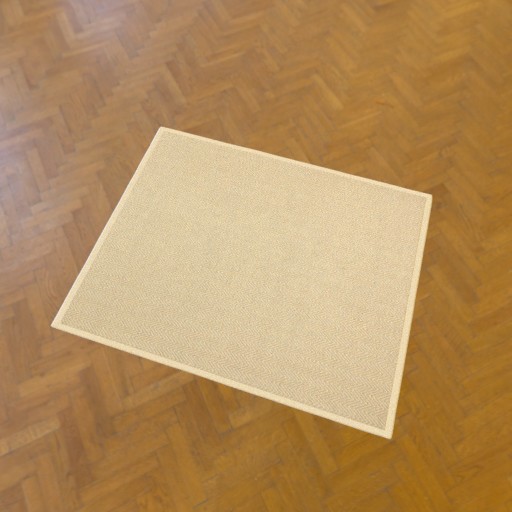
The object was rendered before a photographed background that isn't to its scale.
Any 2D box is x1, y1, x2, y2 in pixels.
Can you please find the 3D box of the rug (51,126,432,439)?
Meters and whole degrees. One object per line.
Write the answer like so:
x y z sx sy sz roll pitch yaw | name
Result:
0.000 0.000 4.196 3.009 0.019 2.423 16 64 8 | rug
